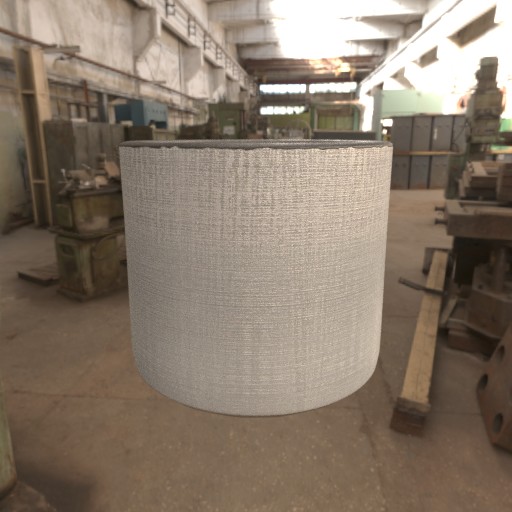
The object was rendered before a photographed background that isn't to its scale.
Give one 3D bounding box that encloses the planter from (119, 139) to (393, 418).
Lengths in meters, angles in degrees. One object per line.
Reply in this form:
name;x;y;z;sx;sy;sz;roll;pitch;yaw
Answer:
planter;0.000;0.000;0.222;0.125;0.112;0.125;0;15;0
